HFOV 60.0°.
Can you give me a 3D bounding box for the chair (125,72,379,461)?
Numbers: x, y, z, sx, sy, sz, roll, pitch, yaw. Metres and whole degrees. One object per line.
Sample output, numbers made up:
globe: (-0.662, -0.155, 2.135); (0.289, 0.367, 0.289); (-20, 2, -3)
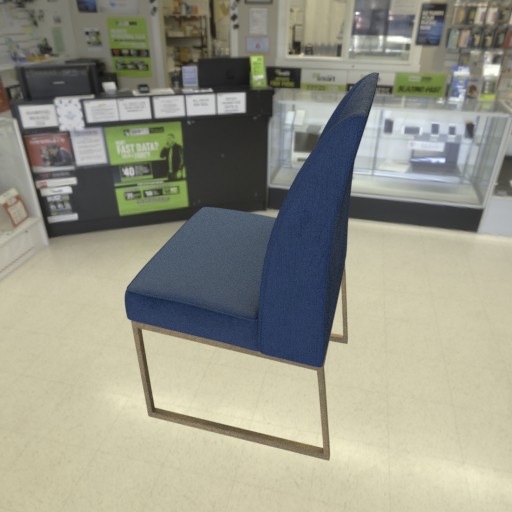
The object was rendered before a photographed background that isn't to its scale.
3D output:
chair: (0.000, 0.000, 1.169); (0.522, 0.863, 0.508); (8, 32, 14)
